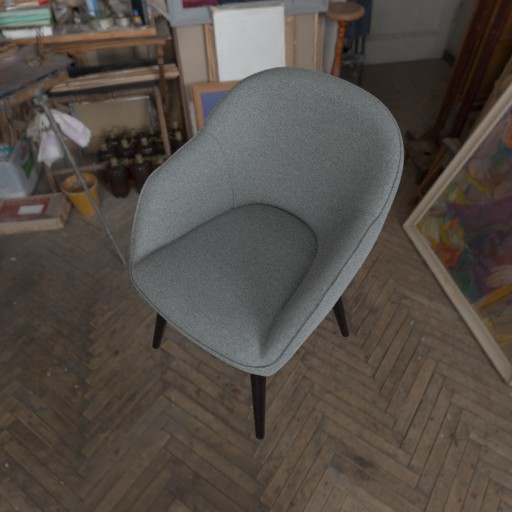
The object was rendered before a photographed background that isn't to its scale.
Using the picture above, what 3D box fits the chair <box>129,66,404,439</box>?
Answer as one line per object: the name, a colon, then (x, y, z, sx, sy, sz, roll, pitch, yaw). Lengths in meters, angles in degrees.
chair: (0.000, 0.000, 1.232, 0.589, 0.810, 0.611, 32, 55, 26)
